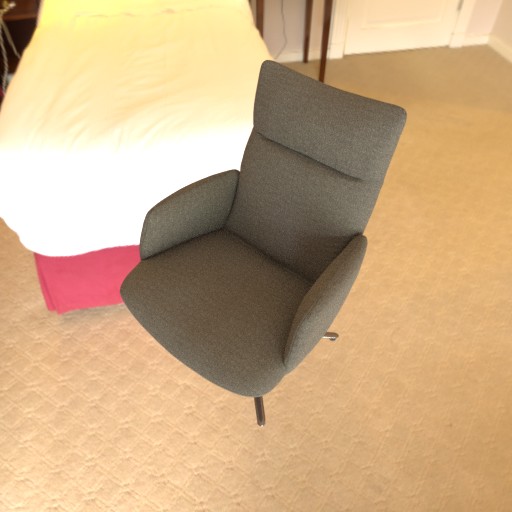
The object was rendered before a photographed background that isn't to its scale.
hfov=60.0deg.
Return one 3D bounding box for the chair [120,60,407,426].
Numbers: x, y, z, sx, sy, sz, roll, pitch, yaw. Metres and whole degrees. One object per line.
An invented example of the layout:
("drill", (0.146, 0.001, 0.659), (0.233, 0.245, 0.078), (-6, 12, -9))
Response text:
("chair", (0.000, 0.000, 1.532), (0.702, 0.984, 0.831), (32, 55, 26))
